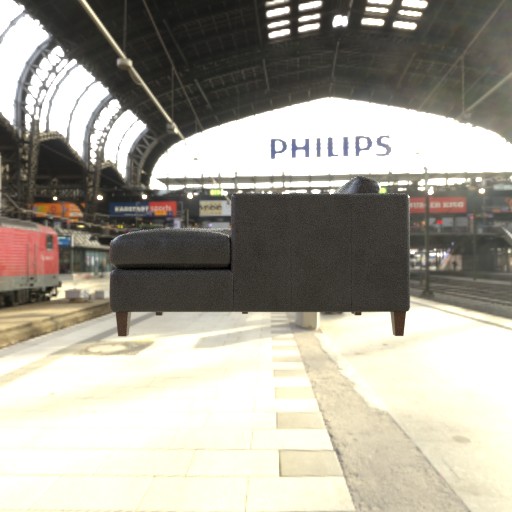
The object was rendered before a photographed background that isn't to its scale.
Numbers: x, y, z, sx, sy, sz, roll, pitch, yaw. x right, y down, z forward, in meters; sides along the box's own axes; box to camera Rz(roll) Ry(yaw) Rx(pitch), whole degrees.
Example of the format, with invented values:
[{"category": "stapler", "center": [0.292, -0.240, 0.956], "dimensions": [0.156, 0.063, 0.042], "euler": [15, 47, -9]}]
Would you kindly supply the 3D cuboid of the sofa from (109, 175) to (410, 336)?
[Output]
[{"category": "sofa", "center": [0.000, 0.000, 3.883], "dimensions": [1.581, 0.883, 3.203], "euler": [0, -1, 0]}]
